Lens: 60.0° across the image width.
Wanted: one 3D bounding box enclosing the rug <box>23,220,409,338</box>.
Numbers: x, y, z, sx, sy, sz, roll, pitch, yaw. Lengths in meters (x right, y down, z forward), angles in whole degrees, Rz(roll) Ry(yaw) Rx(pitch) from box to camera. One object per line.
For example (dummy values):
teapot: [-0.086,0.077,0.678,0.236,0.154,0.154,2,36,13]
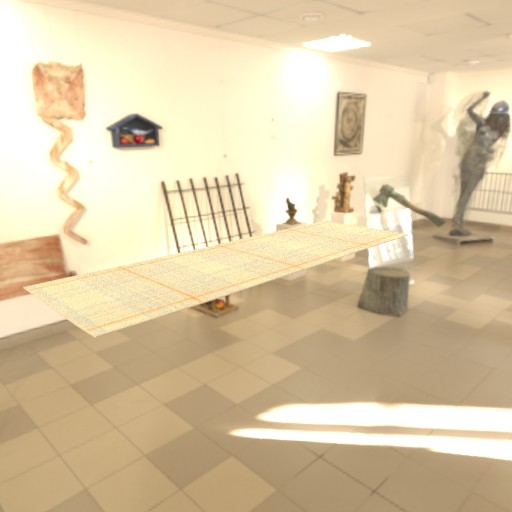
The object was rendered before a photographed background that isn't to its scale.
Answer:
rug: [0.000,0.000,2.728,2.442,0.016,0.770,-15,21,-43]
